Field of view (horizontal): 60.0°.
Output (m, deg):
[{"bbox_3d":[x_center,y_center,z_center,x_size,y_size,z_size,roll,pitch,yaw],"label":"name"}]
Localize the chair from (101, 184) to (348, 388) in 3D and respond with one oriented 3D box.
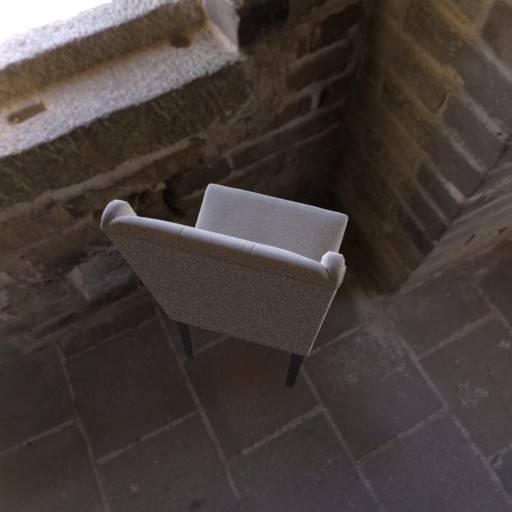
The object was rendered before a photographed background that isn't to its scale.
[{"bbox_3d":[0.000,0.000,1.275,0.474,0.961,0.523,14,63,7],"label":"chair"}]
